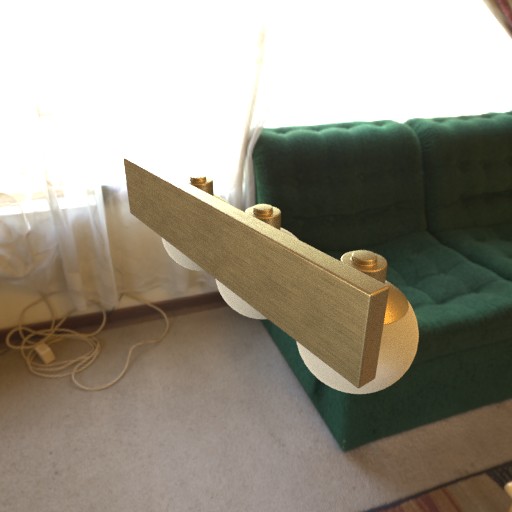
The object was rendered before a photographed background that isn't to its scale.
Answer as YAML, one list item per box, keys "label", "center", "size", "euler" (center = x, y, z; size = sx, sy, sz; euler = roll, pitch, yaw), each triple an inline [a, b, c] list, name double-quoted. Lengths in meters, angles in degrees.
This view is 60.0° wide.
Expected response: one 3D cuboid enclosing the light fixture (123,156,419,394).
- label: "light fixture"
  center: [0.000, 0.000, 0.847]
  size: [0.218, 0.263, 0.721]
  euler: [-18, 32, -32]
